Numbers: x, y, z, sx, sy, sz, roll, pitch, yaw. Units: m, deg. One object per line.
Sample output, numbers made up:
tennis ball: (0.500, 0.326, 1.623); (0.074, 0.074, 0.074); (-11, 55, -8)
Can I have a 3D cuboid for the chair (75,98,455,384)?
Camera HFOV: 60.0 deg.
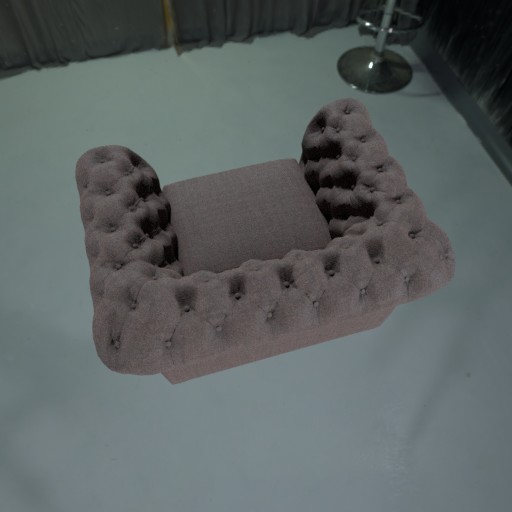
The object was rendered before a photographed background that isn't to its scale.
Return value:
chair: (0.000, 0.000, 1.918); (1.298, 0.780, 0.945); (-14, 59, -8)
